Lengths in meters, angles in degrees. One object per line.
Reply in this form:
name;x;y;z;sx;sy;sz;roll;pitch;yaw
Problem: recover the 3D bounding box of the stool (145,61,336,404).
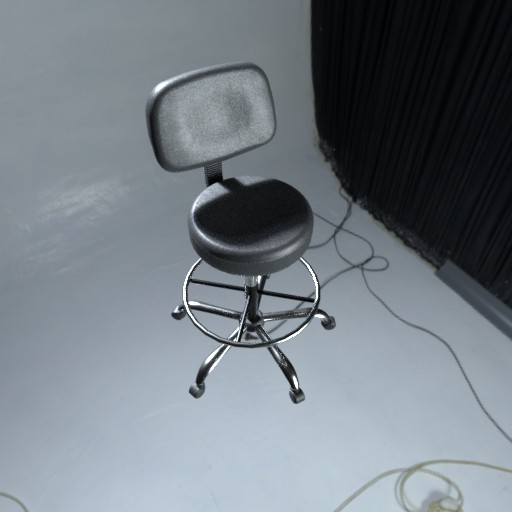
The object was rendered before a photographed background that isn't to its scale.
stool;0.000;0.000;1.509;0.694;1.069;0.658;-24;51;-21
